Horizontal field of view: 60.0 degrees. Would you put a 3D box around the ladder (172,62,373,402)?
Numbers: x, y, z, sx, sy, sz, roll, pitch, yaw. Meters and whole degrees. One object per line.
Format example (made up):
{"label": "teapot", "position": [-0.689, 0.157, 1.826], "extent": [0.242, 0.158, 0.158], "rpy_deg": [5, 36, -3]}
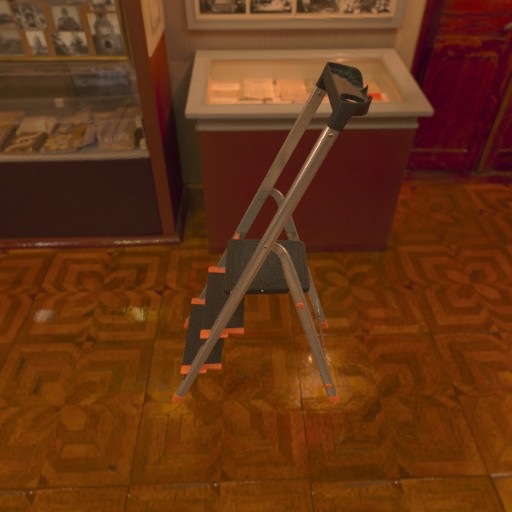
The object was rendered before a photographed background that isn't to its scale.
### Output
{"label": "ladder", "position": [0.000, 0.000, 1.567], "extent": [0.686, 1.229, 0.416], "rpy_deg": [0, 41, 0]}
